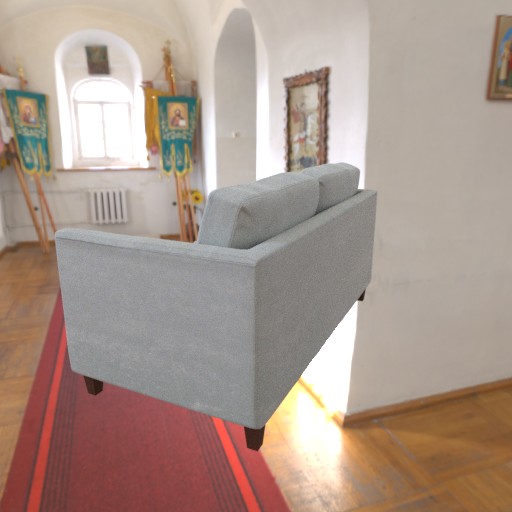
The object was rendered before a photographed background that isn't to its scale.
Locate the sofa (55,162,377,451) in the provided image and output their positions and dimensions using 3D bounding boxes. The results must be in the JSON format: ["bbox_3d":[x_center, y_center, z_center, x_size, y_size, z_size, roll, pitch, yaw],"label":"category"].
[{"bbox_3d":[0.000,0.000,2.451,0.950,0.963,1.884,8,18,25],"label":"sofa"}]
